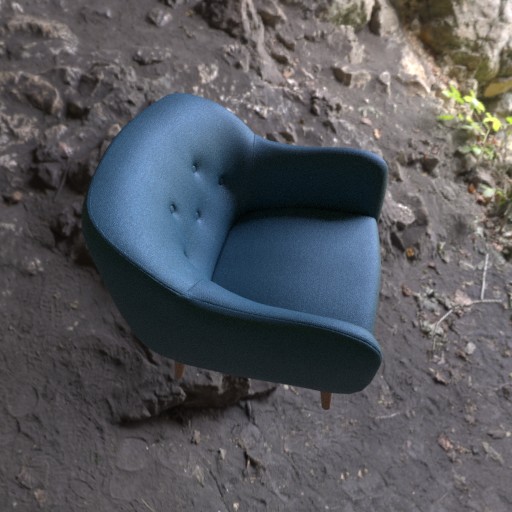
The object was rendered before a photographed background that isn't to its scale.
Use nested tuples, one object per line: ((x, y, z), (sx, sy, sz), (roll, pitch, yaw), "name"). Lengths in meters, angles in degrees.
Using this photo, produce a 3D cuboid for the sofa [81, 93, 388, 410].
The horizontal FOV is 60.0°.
((0.000, 0.000, 1.488), (0.825, 0.817, 0.836), (9, 47, 9), "sofa")
